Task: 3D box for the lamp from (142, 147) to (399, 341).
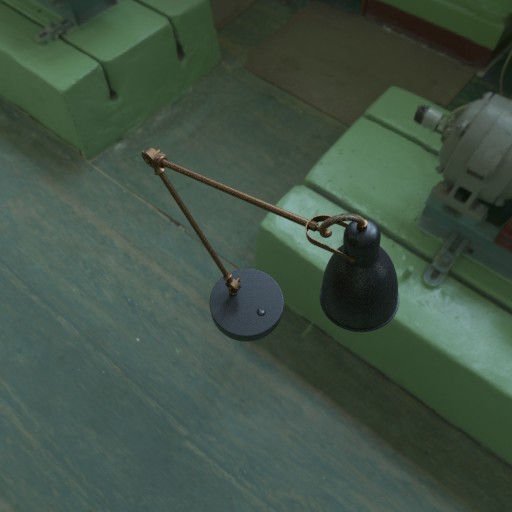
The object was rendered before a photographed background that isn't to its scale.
[{"bbox_3d":[0.000,0.000,0.885,0.561,0.587,0.187,34,65,18],"label":"lamp"}]
